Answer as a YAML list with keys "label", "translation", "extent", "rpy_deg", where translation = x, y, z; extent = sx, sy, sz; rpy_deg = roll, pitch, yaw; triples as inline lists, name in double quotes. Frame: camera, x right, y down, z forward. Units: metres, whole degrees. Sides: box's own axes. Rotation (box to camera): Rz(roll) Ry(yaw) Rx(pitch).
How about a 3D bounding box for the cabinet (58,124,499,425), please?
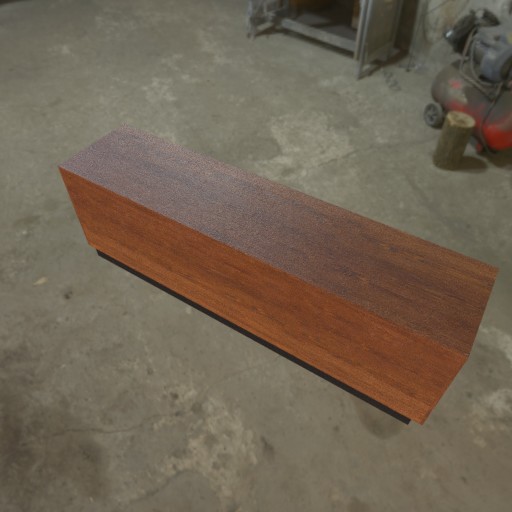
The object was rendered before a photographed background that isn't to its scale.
- label: "cabinet"
  translation: [0.000, 0.000, 1.775]
  extent: [1.600, 0.510, 0.419]
  rpy_deg: [25, 52, 21]
